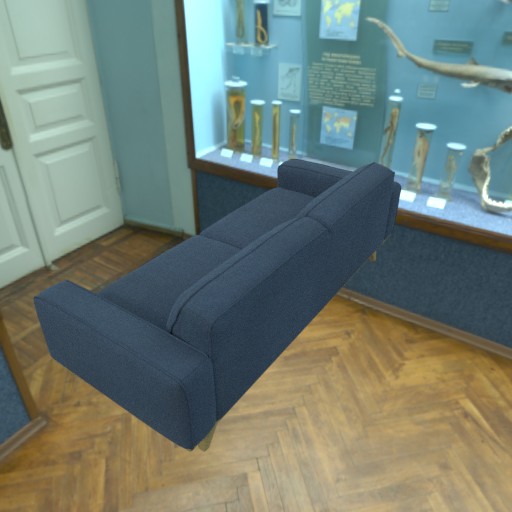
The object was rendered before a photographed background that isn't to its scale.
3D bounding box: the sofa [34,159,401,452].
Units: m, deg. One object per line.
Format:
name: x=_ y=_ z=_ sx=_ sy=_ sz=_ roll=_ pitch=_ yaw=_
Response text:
sofa: x=0.000 y=0.000 z=2.662 sx=0.953 sy=0.782 sz=2.270 roll=21 pitch=37 yaw=29
